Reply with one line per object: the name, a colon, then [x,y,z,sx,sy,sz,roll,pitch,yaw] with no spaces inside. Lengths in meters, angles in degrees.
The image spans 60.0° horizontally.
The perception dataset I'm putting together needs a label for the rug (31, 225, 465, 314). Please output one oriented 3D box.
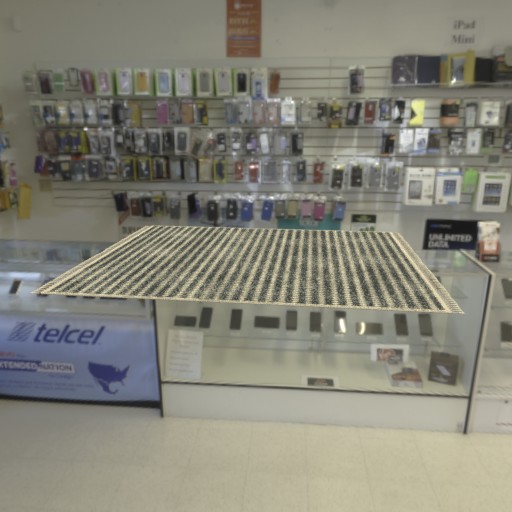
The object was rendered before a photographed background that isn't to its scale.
rug: [0.000,0.000,4.002,2.910,0.013,2.256,2,16,7]
